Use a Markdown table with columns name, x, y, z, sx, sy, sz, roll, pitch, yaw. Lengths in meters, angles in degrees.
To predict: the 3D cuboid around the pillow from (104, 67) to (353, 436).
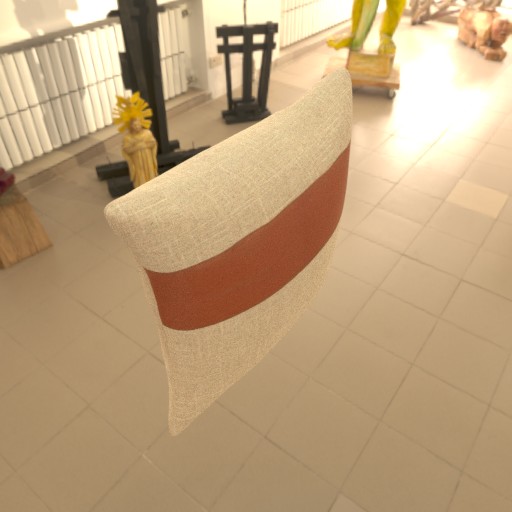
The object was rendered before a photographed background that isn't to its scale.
| name | x | y | z | sx | sy | sz | roll | pitch | yaw |
| --- | --- | --- | --- | --- | --- | --- | --- | --- | --- |
| pillow | 0.000 | 0.000 | 0.618 | 0.173 | 0.399 | 0.414 | 26 | 48 | 26 |
